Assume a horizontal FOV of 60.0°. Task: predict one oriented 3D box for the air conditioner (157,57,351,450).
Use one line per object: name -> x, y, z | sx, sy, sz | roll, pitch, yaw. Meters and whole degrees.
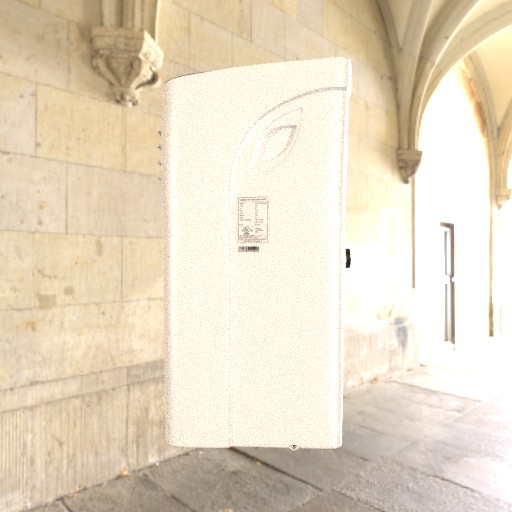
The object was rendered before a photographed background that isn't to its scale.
air conditioner -> 0.000, 0.000, 0.947 | 0.369, 0.716, 0.352 | 0, -1, 2
